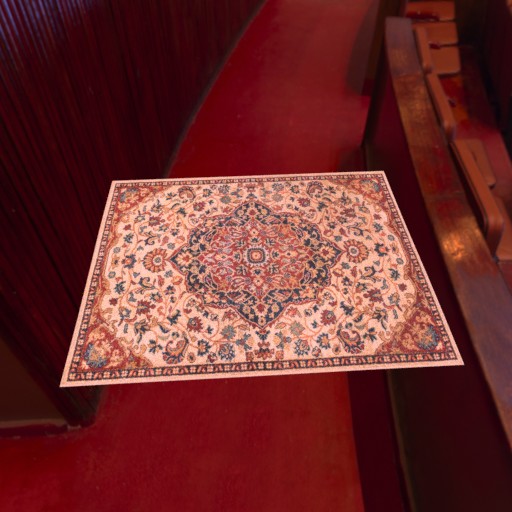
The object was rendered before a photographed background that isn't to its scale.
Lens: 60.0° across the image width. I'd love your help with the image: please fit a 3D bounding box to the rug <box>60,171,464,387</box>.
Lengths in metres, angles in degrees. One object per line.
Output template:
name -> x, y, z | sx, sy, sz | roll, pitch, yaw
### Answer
rug -> 0.000, 0.000, 4.175 | 3.067, 0.005, 2.454 | -3, 48, -2
